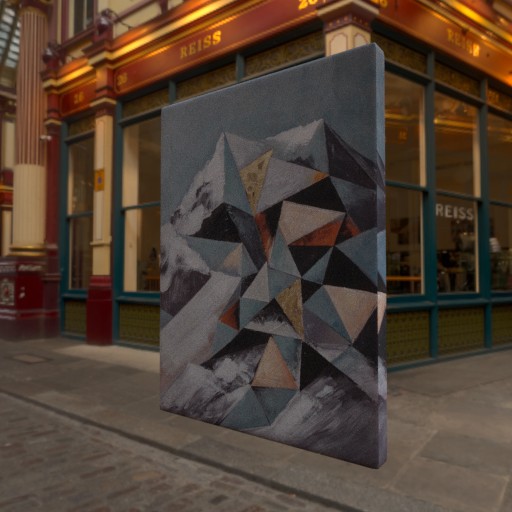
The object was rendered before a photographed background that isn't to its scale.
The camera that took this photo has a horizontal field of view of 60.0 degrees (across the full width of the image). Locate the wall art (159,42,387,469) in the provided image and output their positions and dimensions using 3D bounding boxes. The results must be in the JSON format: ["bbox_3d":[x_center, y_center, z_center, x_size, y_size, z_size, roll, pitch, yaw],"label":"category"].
[{"bbox_3d":[0.000,0.000,0.781,0.455,0.613,0.037,-1,-2,36],"label":"wall art"}]
